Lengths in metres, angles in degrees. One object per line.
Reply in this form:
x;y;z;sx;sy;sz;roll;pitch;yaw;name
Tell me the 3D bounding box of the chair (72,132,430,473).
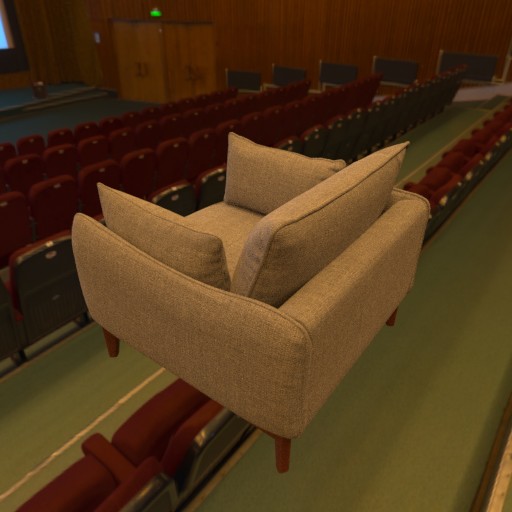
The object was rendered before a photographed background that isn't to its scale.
0.000;0.000;1.688;0.976;0.839;0.993;22;38;30;chair
